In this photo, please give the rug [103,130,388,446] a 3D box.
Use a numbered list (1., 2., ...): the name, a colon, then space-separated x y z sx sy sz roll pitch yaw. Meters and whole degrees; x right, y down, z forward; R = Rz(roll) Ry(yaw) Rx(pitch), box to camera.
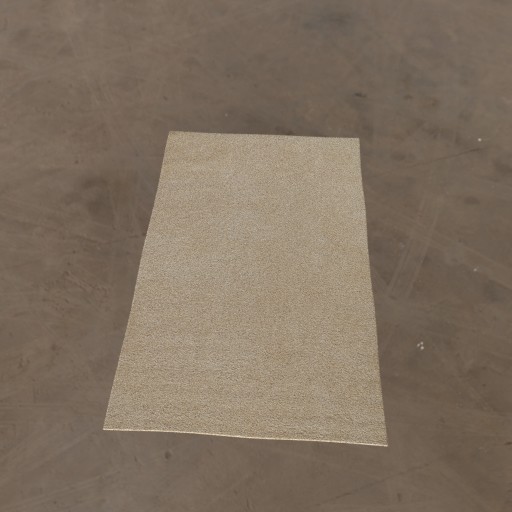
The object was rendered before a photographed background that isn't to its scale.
1. rug: 0.000 0.000 3.504 1.800 0.025 2.699 3 58 2
